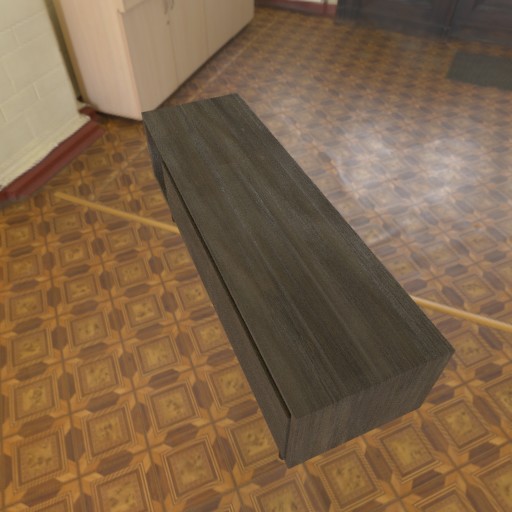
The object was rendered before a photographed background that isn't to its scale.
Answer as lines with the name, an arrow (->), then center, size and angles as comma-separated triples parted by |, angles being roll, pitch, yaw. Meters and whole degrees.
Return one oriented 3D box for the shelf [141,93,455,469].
shelf -> 0.000, 0.000, 1.511 | 0.400, 0.495, 1.300 | -18, 49, -16
